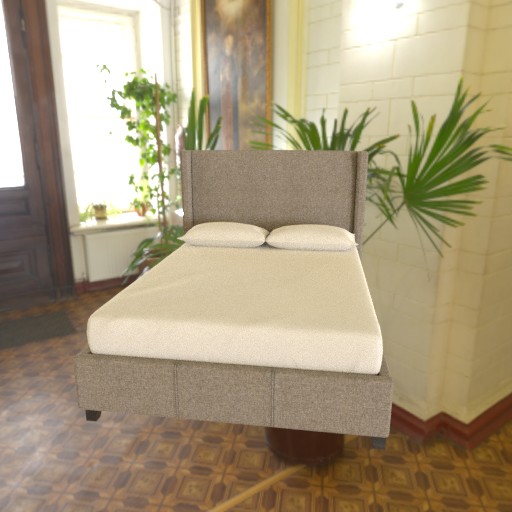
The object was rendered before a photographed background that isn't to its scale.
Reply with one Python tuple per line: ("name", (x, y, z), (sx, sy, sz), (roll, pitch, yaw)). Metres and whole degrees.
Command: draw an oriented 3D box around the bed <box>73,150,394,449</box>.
("bed", (0.000, 0.000, 3.292), (1.714, 1.481, 2.245), (2, 15, 8))
